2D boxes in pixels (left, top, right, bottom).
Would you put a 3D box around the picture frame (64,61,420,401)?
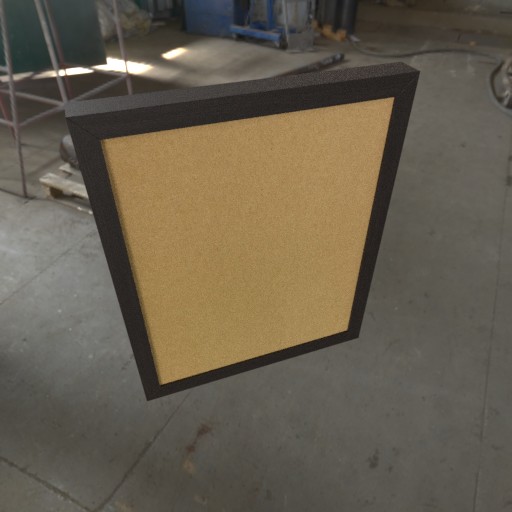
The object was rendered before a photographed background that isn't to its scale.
[{"bbox_3d":[0.000,0.000,0.731,0.452,0.555,0.044,-13,42,-15],"label":"picture frame"}]
